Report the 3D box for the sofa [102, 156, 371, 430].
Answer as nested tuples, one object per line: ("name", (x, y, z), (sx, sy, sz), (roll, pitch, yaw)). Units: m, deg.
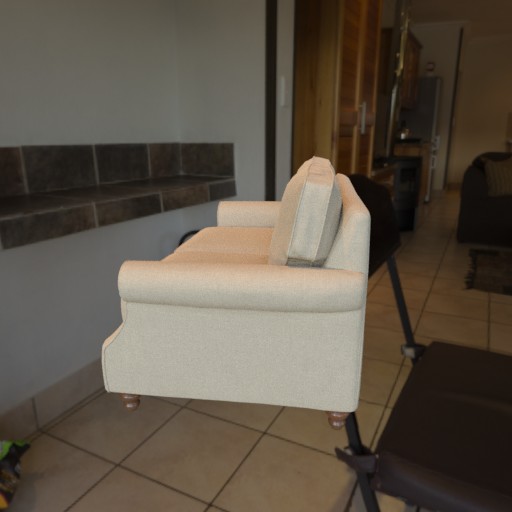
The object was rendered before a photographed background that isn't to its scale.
("sofa", (0.000, 0.000, 2.242), (0.964, 0.937, 1.665), (2, 15, 8))
